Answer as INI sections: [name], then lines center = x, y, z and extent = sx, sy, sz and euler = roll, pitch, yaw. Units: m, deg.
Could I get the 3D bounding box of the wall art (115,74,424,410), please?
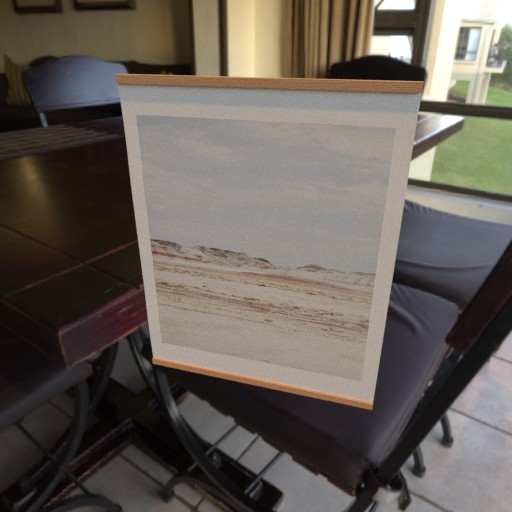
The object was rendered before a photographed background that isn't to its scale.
[wall art]
center = 0.000, 0.000, 0.677
extent = 0.404, 0.507, 0.010
euler = 8, 27, 15
